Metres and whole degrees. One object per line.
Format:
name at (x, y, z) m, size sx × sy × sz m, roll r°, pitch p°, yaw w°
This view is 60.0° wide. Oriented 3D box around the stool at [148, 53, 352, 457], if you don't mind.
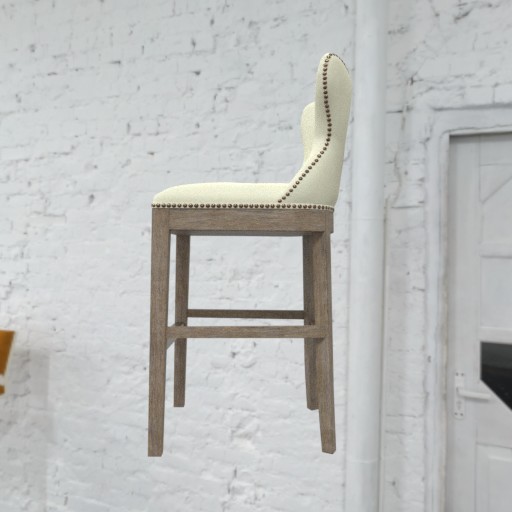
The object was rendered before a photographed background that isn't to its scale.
stool at (0.000, 0.000, 1.444) m, size 0.606 × 1.123 × 0.494 m, roll 0°, pitch 0°, yaw 0°
